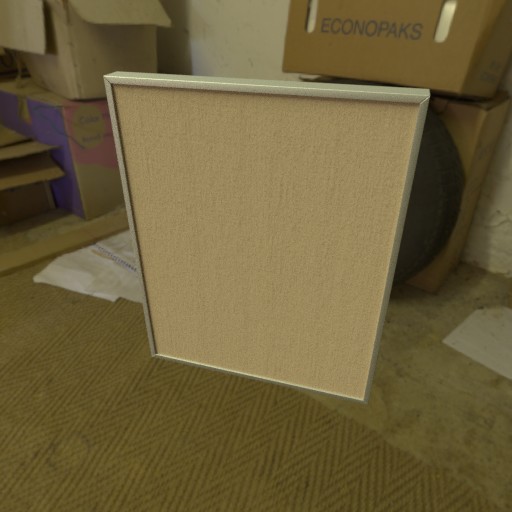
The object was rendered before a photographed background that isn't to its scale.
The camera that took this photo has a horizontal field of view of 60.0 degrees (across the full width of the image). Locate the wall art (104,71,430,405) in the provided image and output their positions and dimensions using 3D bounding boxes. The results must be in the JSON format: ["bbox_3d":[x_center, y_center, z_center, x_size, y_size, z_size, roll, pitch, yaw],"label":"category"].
[{"bbox_3d":[0.000,0.000,0.744,0.445,0.553,0.039,9,33,14],"label":"wall art"}]
